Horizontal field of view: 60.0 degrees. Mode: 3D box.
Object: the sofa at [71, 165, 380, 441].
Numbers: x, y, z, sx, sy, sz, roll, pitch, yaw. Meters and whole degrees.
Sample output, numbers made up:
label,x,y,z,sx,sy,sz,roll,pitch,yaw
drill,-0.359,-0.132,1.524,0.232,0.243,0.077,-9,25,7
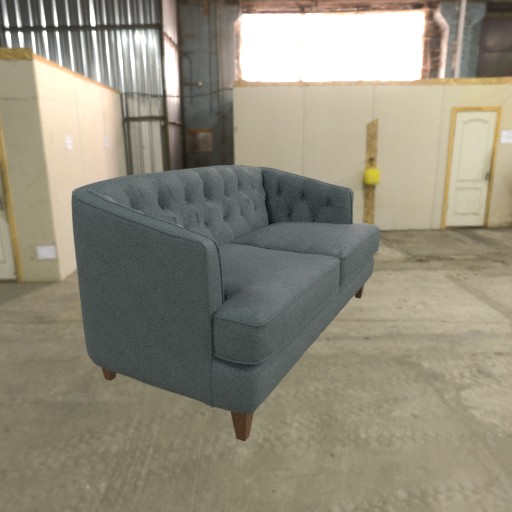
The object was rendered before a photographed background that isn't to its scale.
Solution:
label,x,y,z,sx,sy,sz,roll,pitch,yaw
sofa,0.000,0.000,2.280,0.941,0.855,1.733,8,17,26
